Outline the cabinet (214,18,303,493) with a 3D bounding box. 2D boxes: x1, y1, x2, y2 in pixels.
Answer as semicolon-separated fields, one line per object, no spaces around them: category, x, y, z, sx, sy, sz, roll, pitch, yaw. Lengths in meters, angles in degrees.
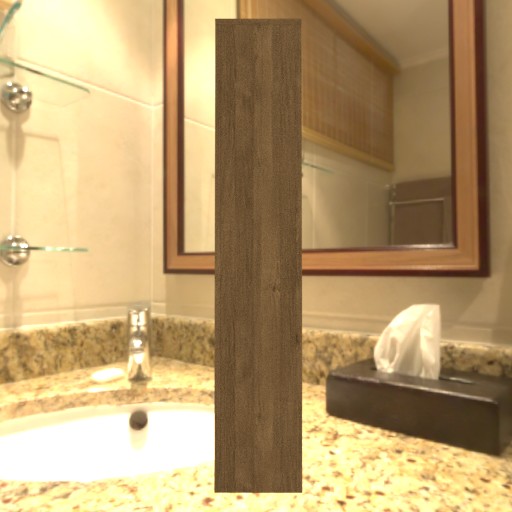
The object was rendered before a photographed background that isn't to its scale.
cabinet;0.000;0.000;1.570;0.250;1.280;0.750;0;-1;0
